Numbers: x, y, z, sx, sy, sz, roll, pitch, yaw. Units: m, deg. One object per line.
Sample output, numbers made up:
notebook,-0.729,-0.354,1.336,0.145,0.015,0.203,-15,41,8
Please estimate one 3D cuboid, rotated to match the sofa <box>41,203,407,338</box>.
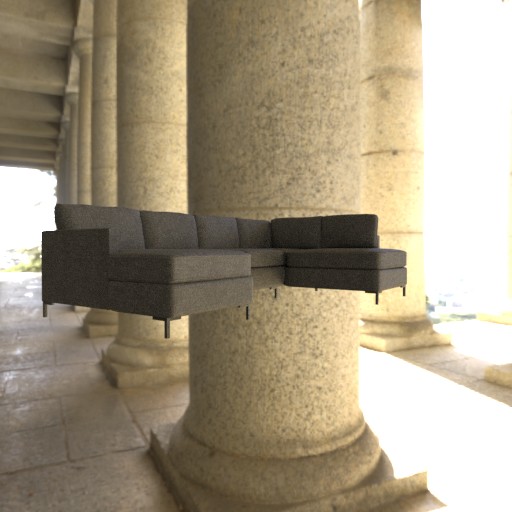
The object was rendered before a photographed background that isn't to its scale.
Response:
sofa,0.000,0.000,4.491,2.048,0.999,3.423,1,1,35
